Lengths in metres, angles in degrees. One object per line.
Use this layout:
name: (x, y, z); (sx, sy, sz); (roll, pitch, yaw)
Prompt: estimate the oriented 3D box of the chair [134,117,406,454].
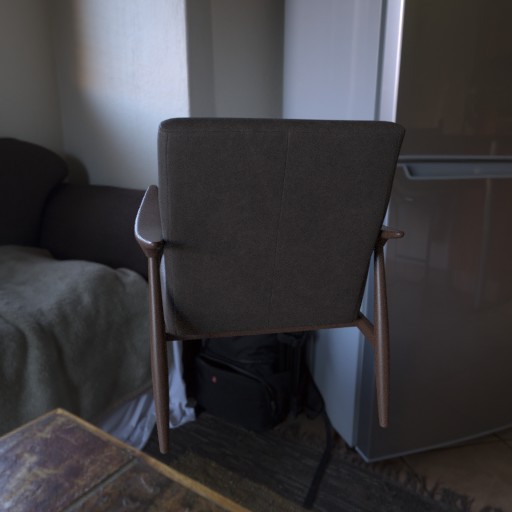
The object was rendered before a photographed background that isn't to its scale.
chair: (0.000, 0.000, 1.432); (0.741, 0.831, 0.798); (-3, 16, -10)
